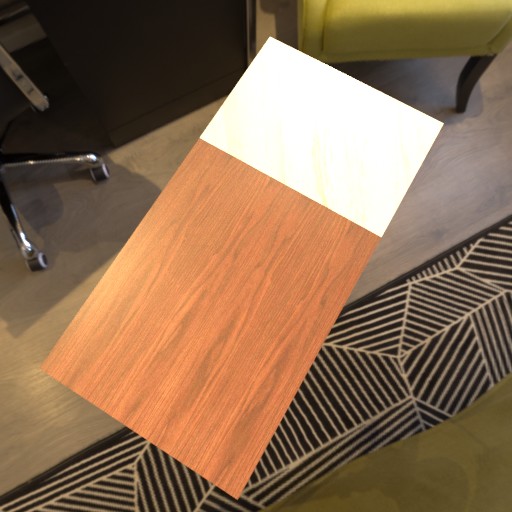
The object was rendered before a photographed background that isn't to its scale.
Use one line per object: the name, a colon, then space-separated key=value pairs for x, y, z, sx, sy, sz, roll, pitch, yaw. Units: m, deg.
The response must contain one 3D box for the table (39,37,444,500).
table: x=0.000 y=0.000 z=1.888 sx=0.789 sy=0.551 sz=1.553 roll=30 pitch=77 yaw=7
